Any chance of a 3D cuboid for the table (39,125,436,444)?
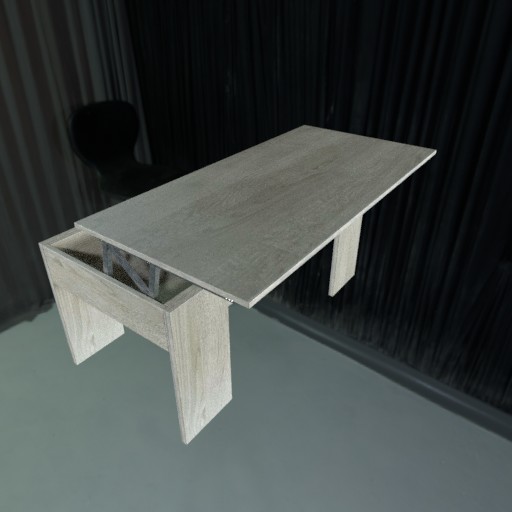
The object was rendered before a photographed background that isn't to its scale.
[{"bbox_3d":[0.000,0.000,1.418,0.711,0.570,1.000,21,37,30],"label":"table"}]
